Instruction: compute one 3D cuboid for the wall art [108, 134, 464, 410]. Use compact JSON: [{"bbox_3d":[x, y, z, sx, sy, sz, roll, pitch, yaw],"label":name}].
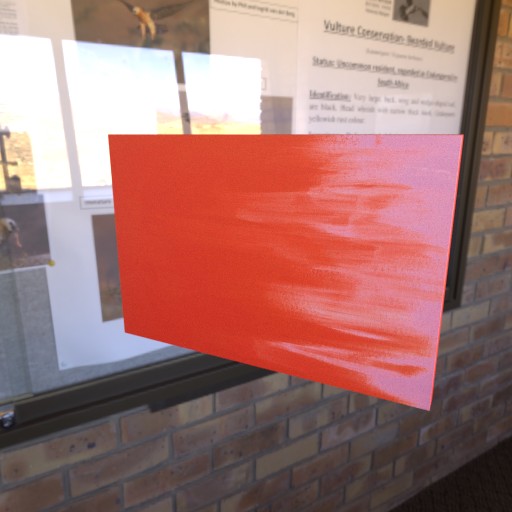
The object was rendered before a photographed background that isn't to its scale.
[{"bbox_3d":[0.000,0.000,0.765,0.607,0.405,0.033,8,17,26],"label":"wall art"}]
